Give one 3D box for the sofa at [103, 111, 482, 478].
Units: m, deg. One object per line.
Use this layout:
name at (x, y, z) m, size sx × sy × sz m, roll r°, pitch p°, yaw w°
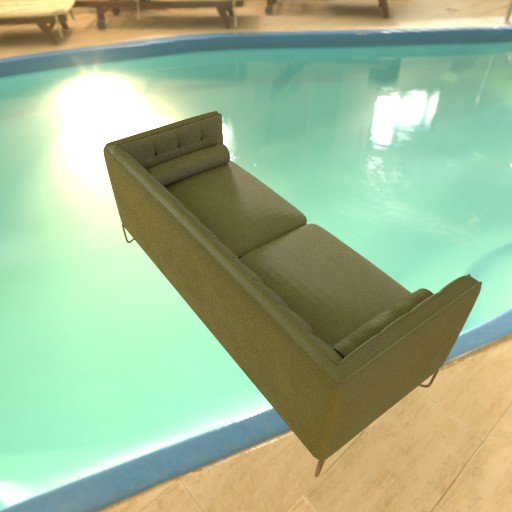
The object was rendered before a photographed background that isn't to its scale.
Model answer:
sofa at (0.000, 0.000, 2.521) m, size 0.867 × 0.789 × 2.087 m, roll -26°, pitch 49°, yaw -26°
